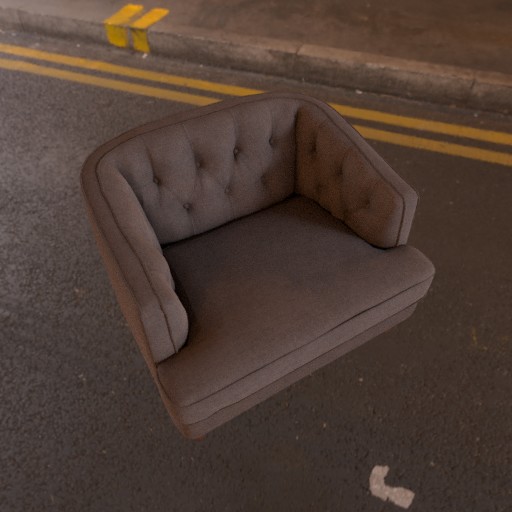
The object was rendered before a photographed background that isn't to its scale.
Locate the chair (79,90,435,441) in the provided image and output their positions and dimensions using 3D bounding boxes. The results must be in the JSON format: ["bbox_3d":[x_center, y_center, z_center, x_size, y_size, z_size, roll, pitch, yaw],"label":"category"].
[{"bbox_3d":[0.000,0.000,1.763,1.104,0.852,0.941,-23,51,-21],"label":"chair"}]
